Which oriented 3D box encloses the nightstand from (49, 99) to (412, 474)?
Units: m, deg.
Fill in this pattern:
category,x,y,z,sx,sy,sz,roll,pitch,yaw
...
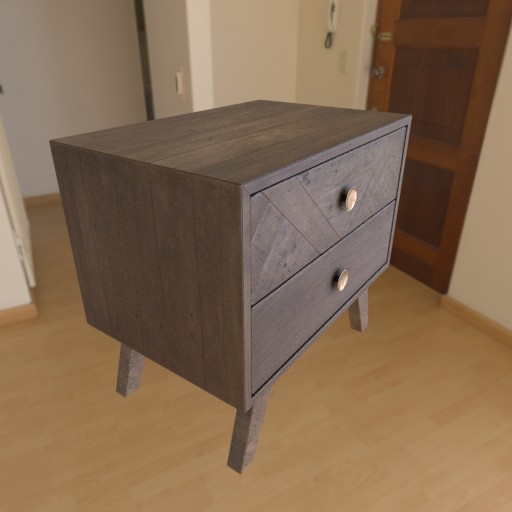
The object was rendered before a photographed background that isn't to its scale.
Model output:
category,x,y,z,sx,sy,sz,roll,pitch,yaw
nightstand,0.000,0.000,1.047,0.450,0.599,0.650,18,32,32
